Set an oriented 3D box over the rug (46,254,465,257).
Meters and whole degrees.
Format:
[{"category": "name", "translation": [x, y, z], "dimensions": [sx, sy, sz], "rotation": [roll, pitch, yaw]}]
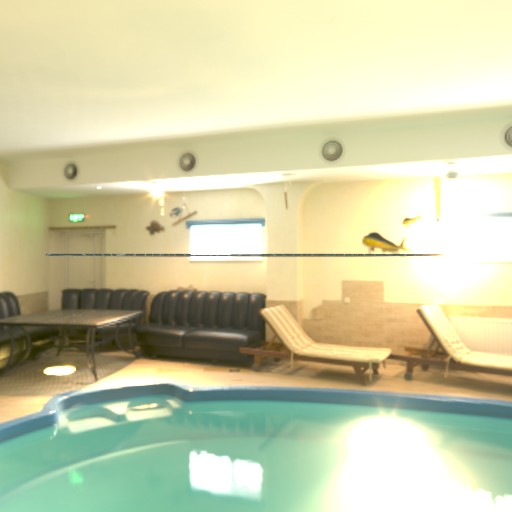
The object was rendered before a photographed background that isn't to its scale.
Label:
[{"category": "rug", "translation": [0.000, 0.000, 4.082], "dimensions": [2.432, 0.012, 3.033], "rotation": [0, 0, 0]}]
